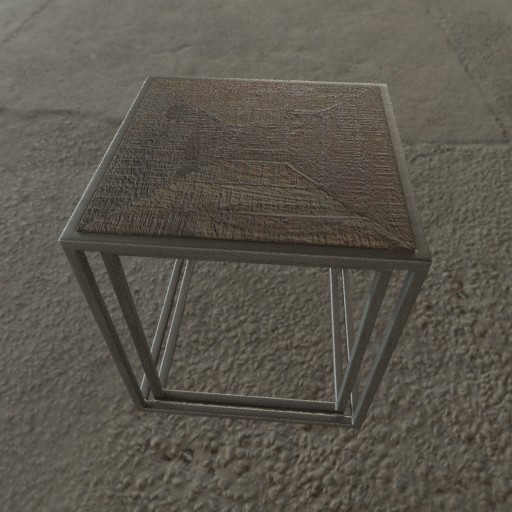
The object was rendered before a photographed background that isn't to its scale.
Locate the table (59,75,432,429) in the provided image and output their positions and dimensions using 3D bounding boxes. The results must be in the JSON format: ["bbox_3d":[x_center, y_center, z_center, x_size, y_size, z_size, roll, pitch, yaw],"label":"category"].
[{"bbox_3d":[0.000,0.000,0.862,0.450,0.500,0.449,3,47,3],"label":"table"}]
